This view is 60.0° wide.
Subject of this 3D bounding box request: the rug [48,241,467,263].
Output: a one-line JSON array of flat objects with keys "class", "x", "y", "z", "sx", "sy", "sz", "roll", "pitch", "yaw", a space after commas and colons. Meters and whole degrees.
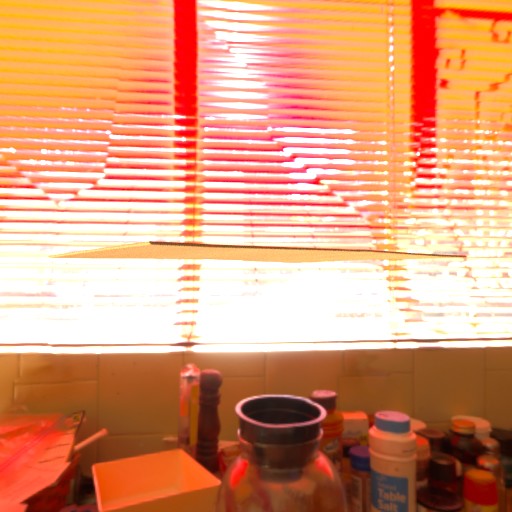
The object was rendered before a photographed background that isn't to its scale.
[{"class": "rug", "x": 0.000, "y": 0.000, "z": 4.241, "sx": 3.202, "sy": 0.045, "sz": 2.434, "roll": 2, "pitch": -3, "yaw": -36}]
